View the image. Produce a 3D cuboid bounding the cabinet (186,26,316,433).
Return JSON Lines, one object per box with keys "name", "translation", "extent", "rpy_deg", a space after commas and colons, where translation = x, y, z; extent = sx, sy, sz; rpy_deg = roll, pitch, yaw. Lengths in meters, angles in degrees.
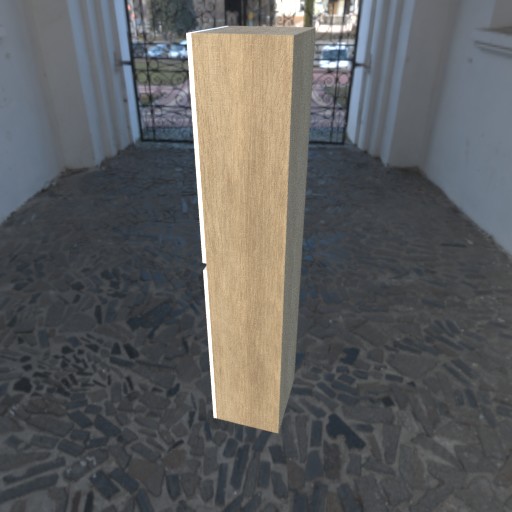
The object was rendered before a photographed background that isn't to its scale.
{"name": "cabinet", "translation": [0.000, 0.000, 1.538], "extent": [0.270, 1.400, 0.300], "rpy_deg": [8, 32, 14]}
